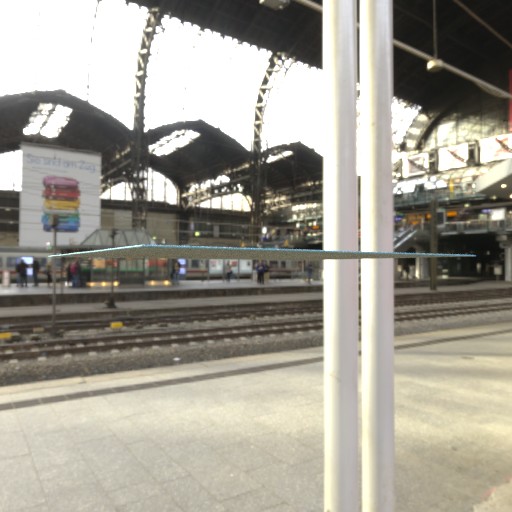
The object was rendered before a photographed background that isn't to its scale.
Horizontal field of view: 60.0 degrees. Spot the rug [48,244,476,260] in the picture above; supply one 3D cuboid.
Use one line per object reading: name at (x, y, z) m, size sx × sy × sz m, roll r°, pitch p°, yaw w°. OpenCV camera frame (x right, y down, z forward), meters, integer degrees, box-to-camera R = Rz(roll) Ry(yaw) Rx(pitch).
rug at (0.000, 0.000, 3.930) m, size 2.980 × 0.012 × 2.363 m, roll 1°, pitch -2°, yaw -35°
